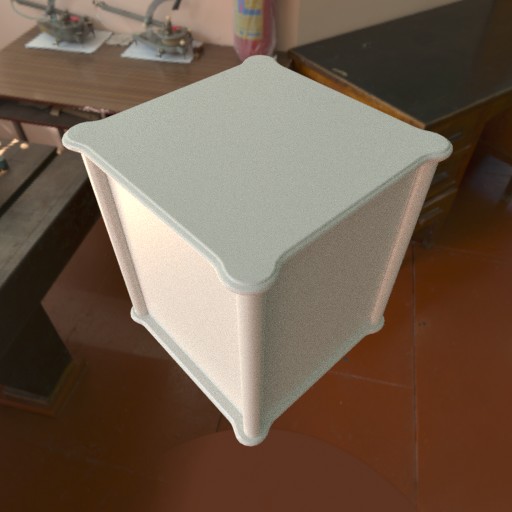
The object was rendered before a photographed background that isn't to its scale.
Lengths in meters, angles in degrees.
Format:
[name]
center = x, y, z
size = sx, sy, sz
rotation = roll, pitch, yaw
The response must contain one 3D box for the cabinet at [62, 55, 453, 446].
[cabinet]
center = 0.000, 0.000, 1.234
size = 0.628, 0.761, 0.627
rotation = -34, 56, -27
